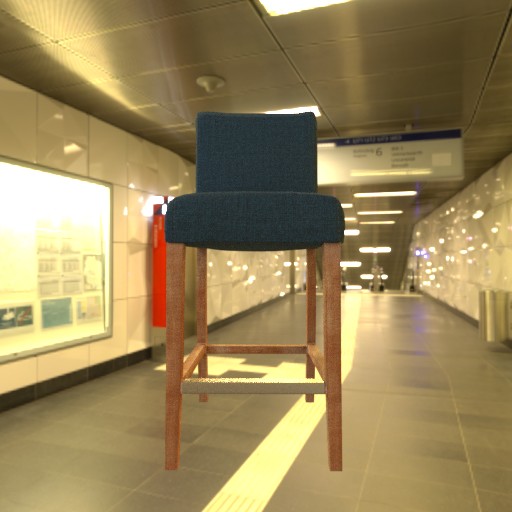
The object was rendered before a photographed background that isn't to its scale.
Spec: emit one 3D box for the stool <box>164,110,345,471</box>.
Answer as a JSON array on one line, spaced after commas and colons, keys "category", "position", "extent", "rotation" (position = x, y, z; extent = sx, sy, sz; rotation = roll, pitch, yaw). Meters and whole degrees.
[{"category": "stool", "position": [0.000, 0.000, 1.338], "extent": [0.454, 1.039, 0.567], "rotation": [0, -1, 1]}]
